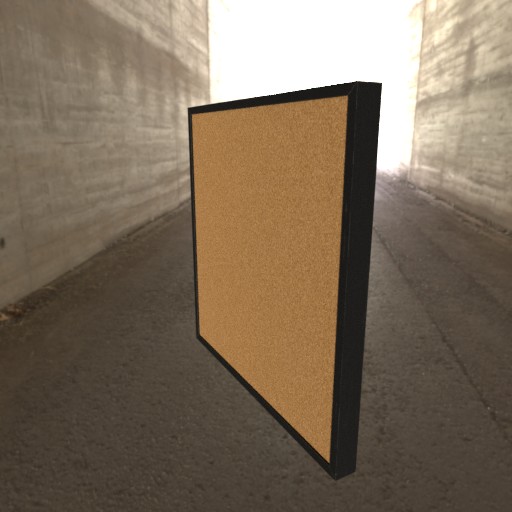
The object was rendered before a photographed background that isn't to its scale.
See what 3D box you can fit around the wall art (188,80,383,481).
[{"bbox_3d":[0.000,0.000,0.754,0.036,0.506,0.506,-8,17,-28],"label":"wall art"}]
